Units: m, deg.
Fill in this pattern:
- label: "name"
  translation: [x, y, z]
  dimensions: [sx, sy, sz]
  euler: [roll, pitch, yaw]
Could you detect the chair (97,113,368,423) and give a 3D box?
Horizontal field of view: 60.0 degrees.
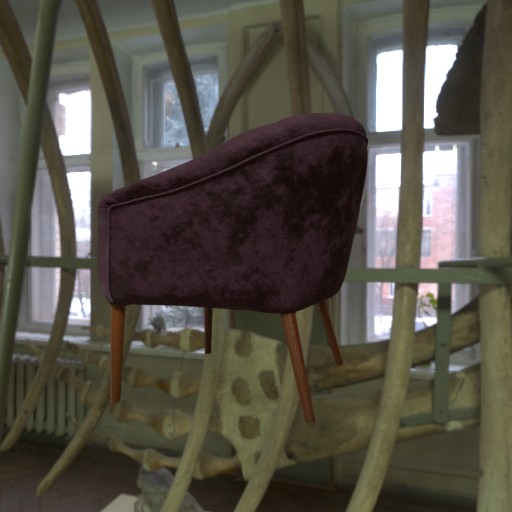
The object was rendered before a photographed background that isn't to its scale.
- label: "chair"
  translation: [0.000, 0.000, 1.574]
  dimensions: [0.776, 0.885, 0.851]
  euler: [0, 0, 18]
